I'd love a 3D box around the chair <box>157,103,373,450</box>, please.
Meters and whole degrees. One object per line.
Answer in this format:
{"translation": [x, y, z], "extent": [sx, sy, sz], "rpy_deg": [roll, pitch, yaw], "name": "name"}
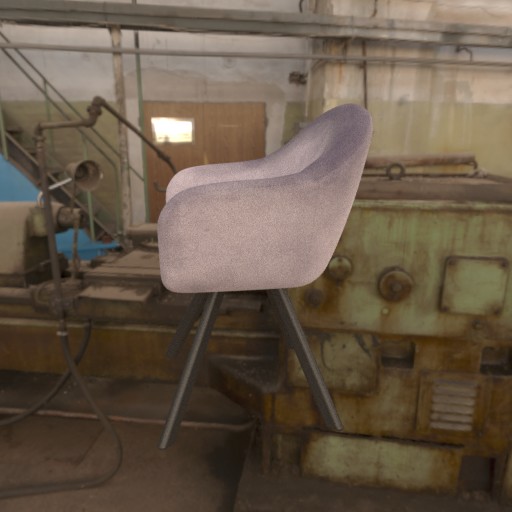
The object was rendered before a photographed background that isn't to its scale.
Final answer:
{"translation": [0.000, 0.000, 1.191], "extent": [0.540, 0.780, 0.570], "rpy_deg": [-2, 15, -9], "name": "chair"}
